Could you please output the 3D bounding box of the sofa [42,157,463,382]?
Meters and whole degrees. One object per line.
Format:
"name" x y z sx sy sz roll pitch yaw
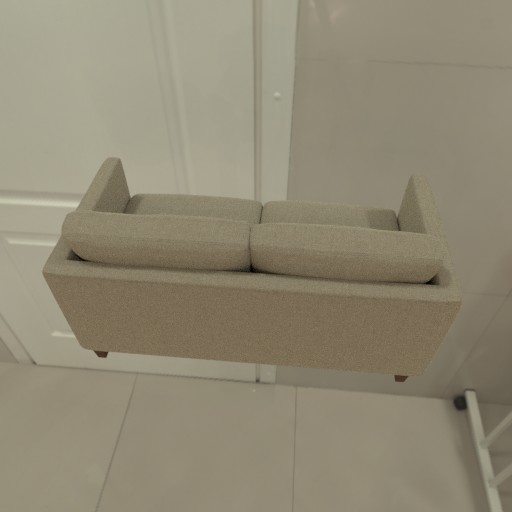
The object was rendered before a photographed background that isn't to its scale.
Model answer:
"sofa" 0.000 0.000 2.447 1.884 0.947 0.951 4 46 4
